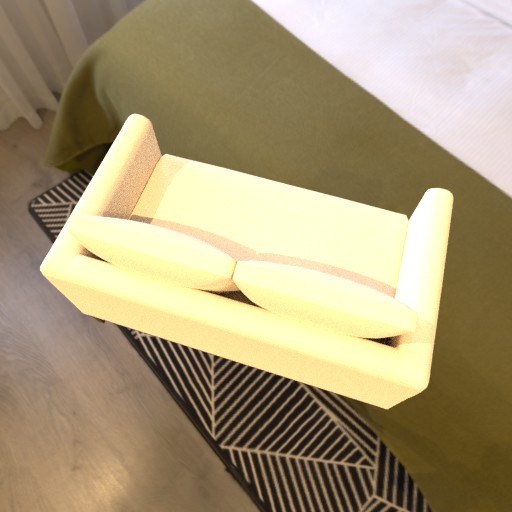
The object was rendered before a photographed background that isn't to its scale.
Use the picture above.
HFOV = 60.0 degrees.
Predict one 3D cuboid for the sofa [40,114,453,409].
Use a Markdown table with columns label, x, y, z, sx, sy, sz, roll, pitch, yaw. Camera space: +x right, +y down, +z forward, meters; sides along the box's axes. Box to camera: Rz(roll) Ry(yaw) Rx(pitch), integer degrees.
| label | x | y | z | sx | sy | sz | roll | pitch | yaw |
| --- | --- | --- | --- | --- | --- | --- | --- | --- | --- |
| sofa | 0.000 | 0.000 | 2.101 | 1.598 | 0.873 | 0.905 | 16 | 64 | 8 |
